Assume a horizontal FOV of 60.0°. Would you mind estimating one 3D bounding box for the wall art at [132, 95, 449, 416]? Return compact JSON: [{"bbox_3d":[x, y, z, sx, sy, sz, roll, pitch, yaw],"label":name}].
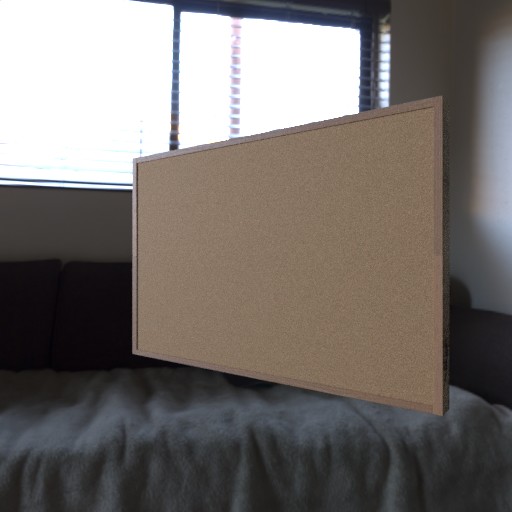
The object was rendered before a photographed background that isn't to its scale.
[{"bbox_3d":[0.000,0.000,0.757,0.613,0.407,0.035,0,0,36],"label":"wall art"}]
